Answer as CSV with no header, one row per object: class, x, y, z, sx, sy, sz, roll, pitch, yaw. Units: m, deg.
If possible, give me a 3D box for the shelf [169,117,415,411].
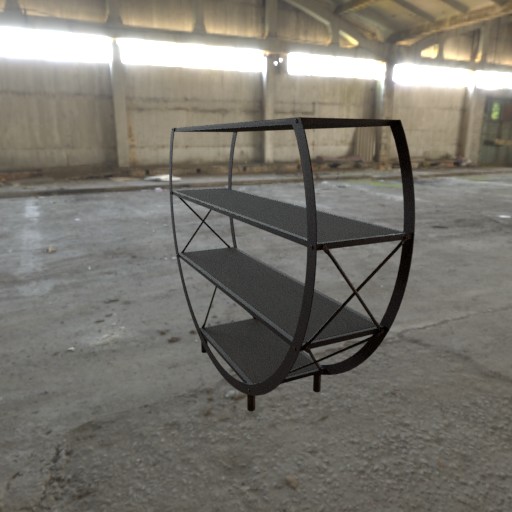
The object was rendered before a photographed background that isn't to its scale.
shelf,0.000,0.000,1.873,0.344,1.063,1.403,-7,16,-25
